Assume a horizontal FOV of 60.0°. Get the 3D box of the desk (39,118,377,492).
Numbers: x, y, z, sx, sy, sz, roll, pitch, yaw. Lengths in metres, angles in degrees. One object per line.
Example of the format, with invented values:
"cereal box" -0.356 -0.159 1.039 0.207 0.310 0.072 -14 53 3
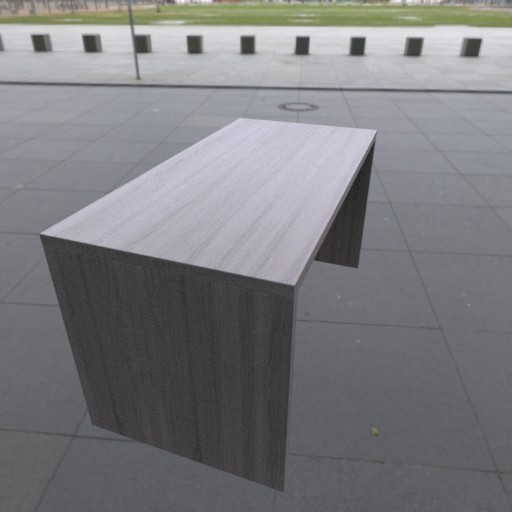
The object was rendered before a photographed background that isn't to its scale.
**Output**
"desk" 0.000 0.000 1.795 0.690 0.745 1.380 11 32 18
